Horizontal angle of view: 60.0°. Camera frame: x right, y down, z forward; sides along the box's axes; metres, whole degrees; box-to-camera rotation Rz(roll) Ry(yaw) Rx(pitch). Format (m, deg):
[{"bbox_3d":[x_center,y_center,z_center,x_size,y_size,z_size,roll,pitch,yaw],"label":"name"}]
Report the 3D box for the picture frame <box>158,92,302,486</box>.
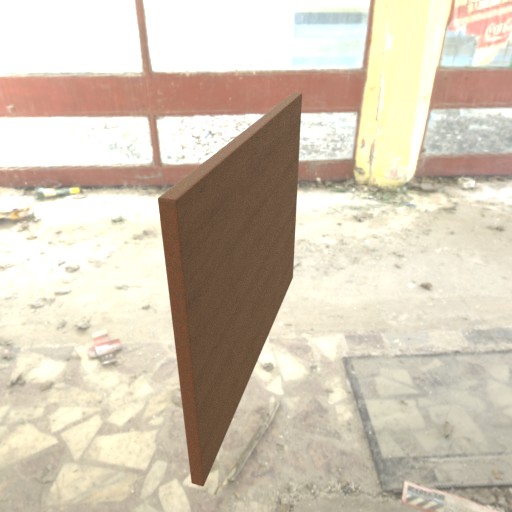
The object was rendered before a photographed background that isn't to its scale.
[{"bbox_3d":[0.000,0.000,1.763,0.045,1.018,1.329,9,31,15],"label":"picture frame"}]
